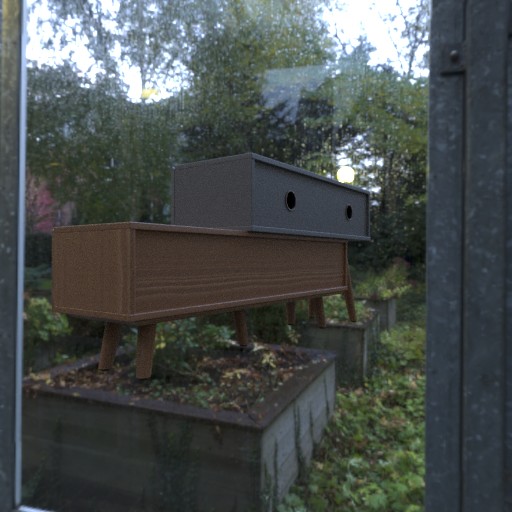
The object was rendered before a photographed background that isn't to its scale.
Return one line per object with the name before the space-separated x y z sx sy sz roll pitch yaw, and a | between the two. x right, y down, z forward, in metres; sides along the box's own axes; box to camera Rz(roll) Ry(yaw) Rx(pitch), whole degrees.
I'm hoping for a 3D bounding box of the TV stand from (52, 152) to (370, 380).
TV stand | 0.000 0.000 1.568 0.329 0.591 1.336 0 0 35
